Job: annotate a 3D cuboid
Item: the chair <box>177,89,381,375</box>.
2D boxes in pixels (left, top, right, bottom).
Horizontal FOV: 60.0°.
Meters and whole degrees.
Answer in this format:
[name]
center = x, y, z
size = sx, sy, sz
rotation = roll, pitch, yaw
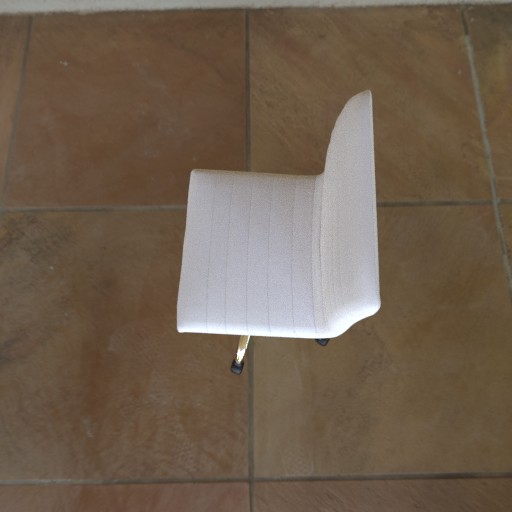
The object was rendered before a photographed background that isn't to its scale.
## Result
[chair]
center = 0.000, 0.000, 1.037
size = 0.455, 0.750, 0.520
rotation = 2, 73, 1
